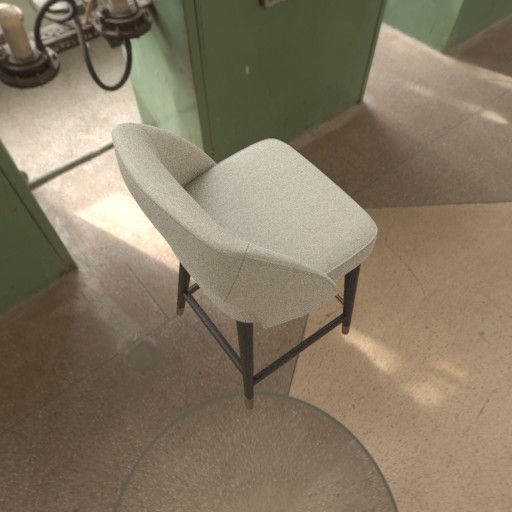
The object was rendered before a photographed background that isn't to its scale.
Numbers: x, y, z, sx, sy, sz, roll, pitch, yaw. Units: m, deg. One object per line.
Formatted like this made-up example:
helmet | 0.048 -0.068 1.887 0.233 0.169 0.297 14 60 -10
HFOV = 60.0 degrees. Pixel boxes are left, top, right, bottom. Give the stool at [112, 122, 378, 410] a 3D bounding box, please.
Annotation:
stool | 0.000 0.000 1.218 0.509 0.940 0.494 -33 63 -19
